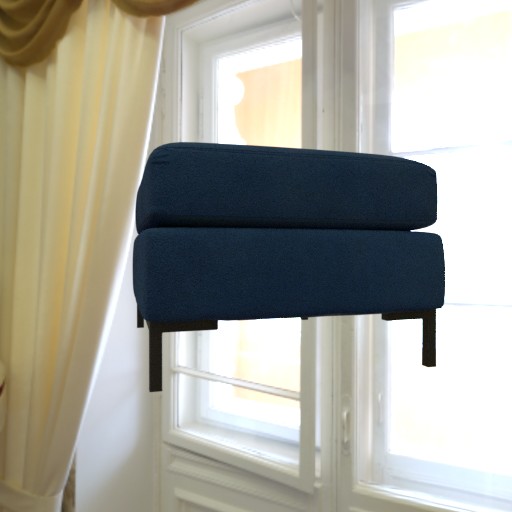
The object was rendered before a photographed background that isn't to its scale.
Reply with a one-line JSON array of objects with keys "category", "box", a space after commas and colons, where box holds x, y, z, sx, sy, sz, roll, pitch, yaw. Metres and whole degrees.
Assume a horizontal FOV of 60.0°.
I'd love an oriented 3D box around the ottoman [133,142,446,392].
[{"category": "ottoman", "box": [0.000, 0.000, 1.234, 0.655, 0.485, 0.794, 0, 1, -17]}]
